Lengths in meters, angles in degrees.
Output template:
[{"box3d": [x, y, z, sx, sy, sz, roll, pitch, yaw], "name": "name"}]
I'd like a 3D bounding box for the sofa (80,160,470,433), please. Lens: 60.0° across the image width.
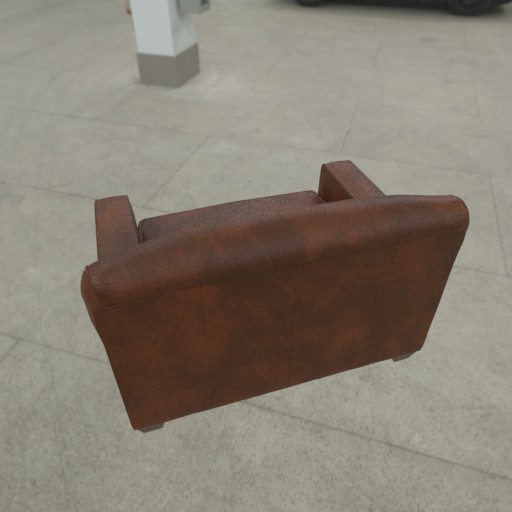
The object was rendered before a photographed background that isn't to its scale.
[{"box3d": [0.000, 0.000, 2.079, 1.413, 0.956, 1.000, -12, 41, -14], "name": "sofa"}]
